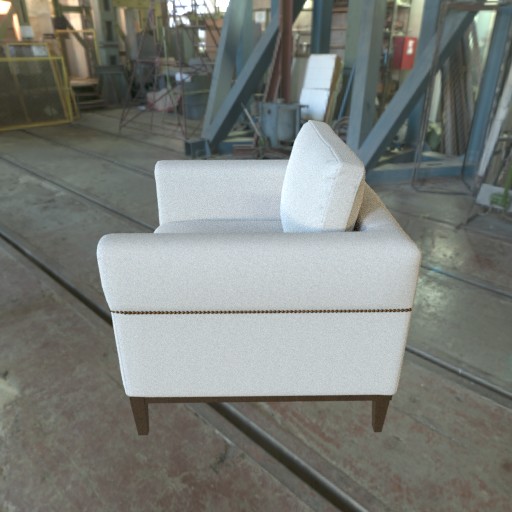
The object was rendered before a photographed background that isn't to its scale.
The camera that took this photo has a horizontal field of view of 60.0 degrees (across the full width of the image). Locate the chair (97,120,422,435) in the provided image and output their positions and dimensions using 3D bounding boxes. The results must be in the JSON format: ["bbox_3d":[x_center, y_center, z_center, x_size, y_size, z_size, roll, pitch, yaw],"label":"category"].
[{"bbox_3d":[0.000,0.000,1.714,0.896,0.915,0.982,0,26,-1],"label":"chair"}]
